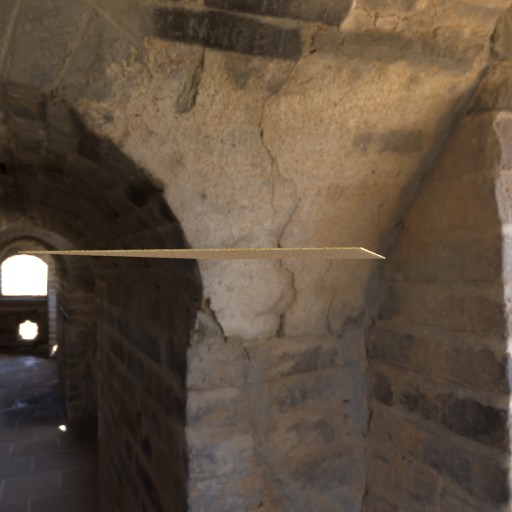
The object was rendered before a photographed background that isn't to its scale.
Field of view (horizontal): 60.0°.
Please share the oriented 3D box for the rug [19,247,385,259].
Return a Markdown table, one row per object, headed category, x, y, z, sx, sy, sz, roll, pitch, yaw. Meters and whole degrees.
| category | x | y | z | sx | sy | sz | roll | pitch | yaw |
| --- | --- | --- | --- | --- | --- | --- | --- | --- | --- |
| rug | 0.000 | 0.000 | 2.866 | 1.524 | 0.006 | 2.286 | 0 | -1 | 18 |
